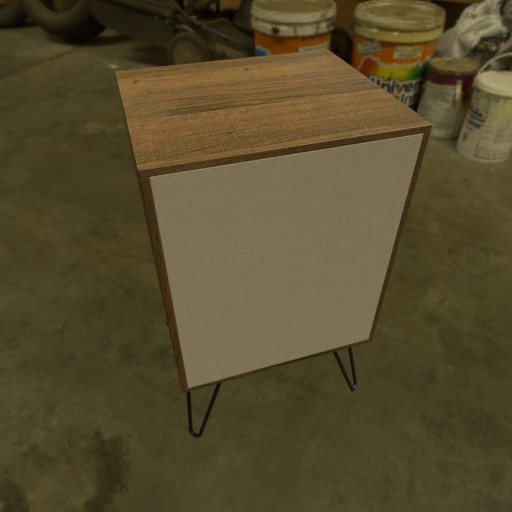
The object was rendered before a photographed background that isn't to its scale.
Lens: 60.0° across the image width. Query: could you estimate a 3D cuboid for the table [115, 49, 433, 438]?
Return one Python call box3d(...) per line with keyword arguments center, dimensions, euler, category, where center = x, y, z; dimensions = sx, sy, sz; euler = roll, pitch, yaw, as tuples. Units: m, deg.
box3d(center=(0.000, 0.000, 1.178), dimensions=(0.526, 0.866, 0.457), euler=(-12, 43, -13), category="table")
